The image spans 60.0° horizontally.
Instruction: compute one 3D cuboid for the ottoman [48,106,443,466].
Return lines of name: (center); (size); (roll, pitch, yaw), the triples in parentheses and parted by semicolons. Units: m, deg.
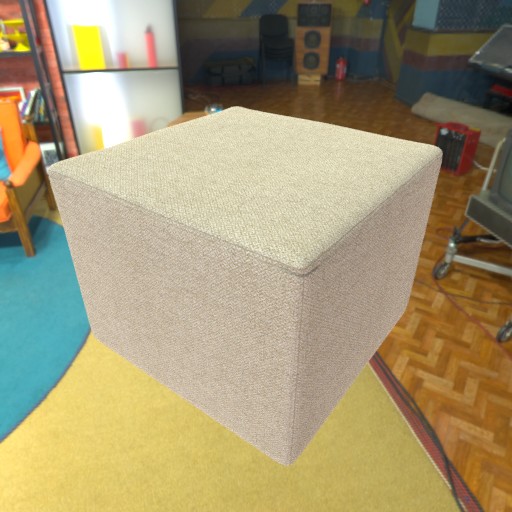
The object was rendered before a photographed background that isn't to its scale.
ottoman: (0.000, 0.000, 0.870); (0.508, 0.432, 0.508); (22, 39, 30)
